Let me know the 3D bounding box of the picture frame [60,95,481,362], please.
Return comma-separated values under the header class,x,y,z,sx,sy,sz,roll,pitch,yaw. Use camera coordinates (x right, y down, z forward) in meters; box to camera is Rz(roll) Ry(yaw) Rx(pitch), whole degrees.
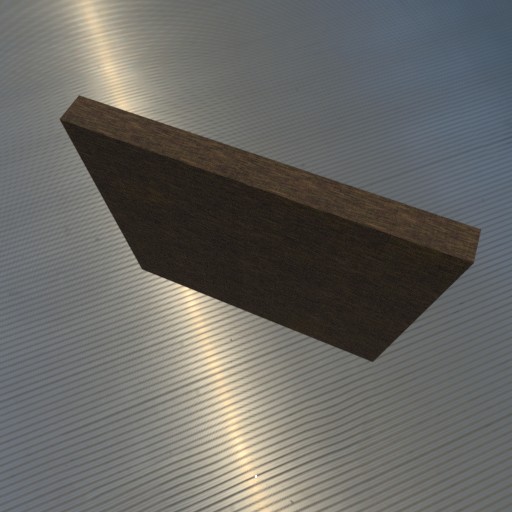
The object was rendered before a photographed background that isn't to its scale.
class,x,y,z,sx,sy,sz,roll,pitch,yaw
picture frame,0.000,0.000,0.529,0.378,0.330,0.033,21,65,10
